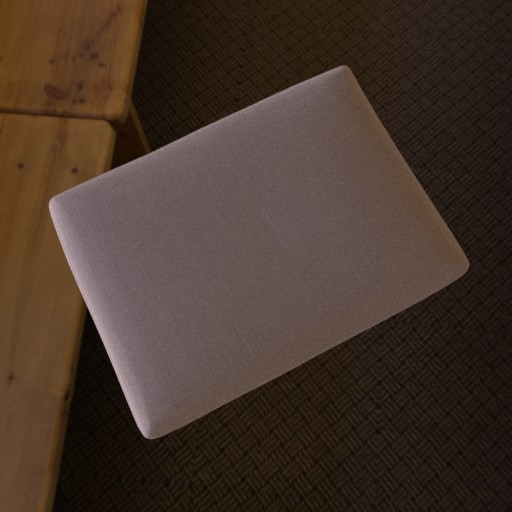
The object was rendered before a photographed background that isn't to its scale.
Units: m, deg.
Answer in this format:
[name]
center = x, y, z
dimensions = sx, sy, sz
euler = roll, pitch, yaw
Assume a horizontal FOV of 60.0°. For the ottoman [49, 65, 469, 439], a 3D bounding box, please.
[ottoman]
center = 0.000, 0.000, 1.143
dimensions = 0.771, 0.500, 0.569
euler = -26, 78, -6
